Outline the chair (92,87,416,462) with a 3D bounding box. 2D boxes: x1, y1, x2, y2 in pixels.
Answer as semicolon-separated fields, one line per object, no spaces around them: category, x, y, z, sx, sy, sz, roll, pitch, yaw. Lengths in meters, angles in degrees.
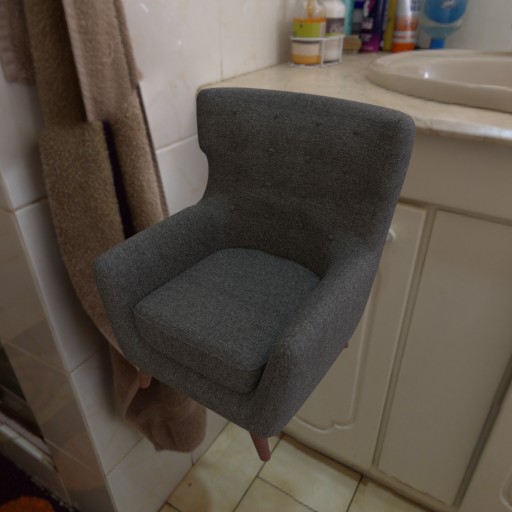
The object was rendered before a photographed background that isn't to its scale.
chair;0.000;0.000;1.705;0.878;1.063;0.904;19;37;28
